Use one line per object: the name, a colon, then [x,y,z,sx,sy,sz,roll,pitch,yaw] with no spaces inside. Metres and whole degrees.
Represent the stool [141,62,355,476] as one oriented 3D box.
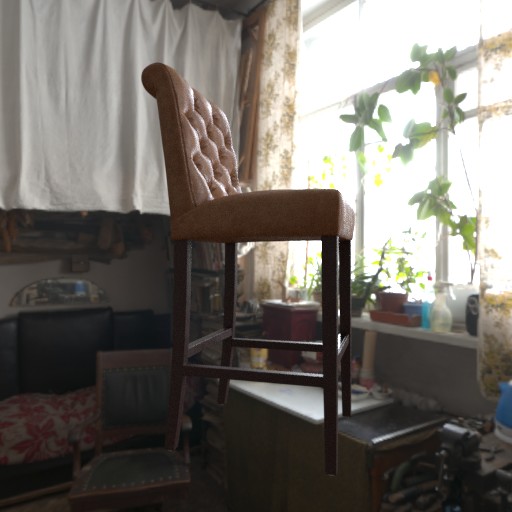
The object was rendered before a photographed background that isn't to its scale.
stool: [0.000,0.000,1.441,0.601,1.140,0.493,0,0,17]
